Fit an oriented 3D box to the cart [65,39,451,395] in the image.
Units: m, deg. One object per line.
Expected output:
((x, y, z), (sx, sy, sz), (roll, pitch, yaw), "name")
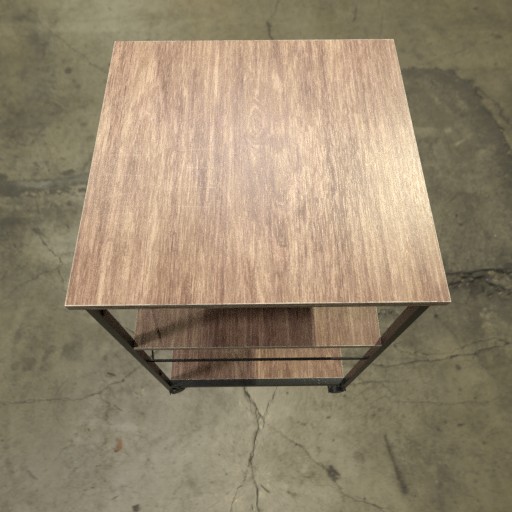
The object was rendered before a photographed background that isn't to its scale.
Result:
((0.000, 0.000, 1.052), (0.520, 0.762, 0.521), (-1, 64, 0), "cart")
